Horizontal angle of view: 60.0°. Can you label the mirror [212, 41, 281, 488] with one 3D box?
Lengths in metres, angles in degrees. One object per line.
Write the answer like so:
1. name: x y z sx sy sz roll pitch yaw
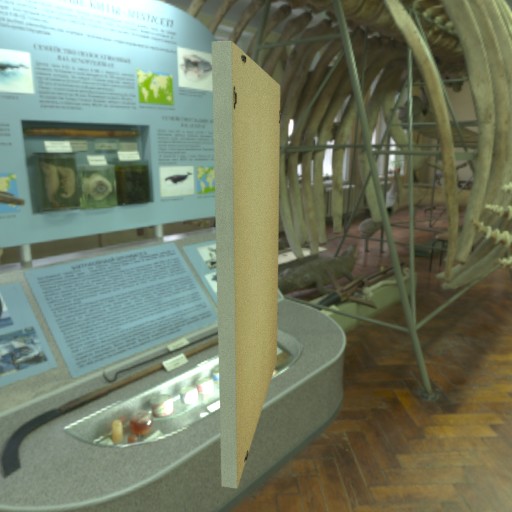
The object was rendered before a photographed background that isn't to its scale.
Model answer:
1. mirror: 0.000 0.000 1.166 0.041 0.915 0.609 3 14 11
